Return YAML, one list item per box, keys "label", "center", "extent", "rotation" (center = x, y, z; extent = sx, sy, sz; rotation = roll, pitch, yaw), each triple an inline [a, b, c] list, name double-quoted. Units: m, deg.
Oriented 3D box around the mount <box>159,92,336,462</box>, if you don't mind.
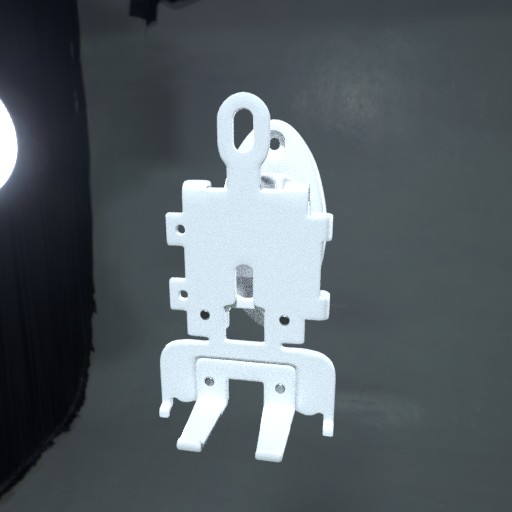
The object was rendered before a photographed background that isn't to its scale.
- label: "mount"
  center: [0.000, 0.000, 0.176]
  extent: [0.066, 0.118, 0.100]
  rotation: [3, 15, 10]
